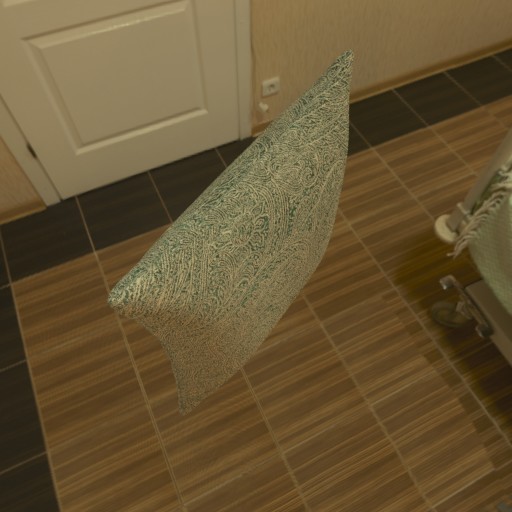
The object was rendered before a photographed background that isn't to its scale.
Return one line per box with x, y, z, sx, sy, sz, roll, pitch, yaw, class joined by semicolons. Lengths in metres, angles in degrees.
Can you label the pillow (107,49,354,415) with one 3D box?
0.000;0.000;0.782;0.166;0.507;0.526;31;63;17;pillow
